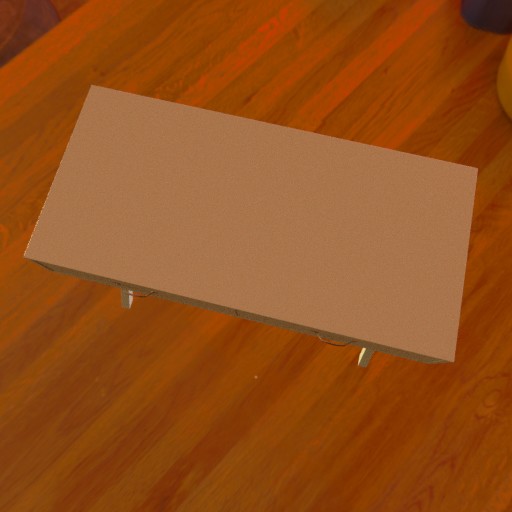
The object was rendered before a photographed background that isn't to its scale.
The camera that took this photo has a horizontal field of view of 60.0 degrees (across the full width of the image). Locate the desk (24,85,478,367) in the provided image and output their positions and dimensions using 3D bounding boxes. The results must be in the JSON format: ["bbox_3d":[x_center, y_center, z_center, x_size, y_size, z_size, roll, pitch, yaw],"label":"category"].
[{"bbox_3d":[0.000,0.000,1.492,1.057,0.780,0.525,13,75,4],"label":"desk"}]
